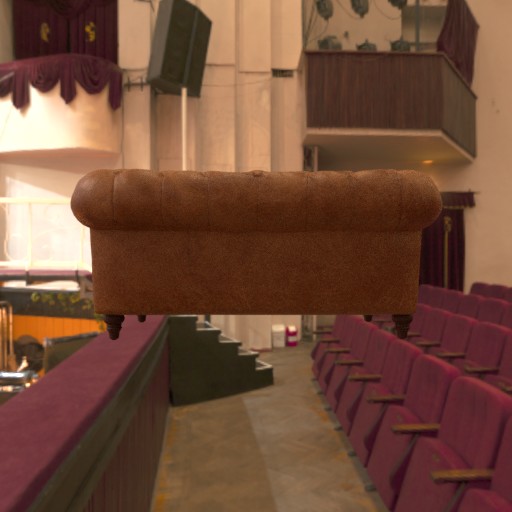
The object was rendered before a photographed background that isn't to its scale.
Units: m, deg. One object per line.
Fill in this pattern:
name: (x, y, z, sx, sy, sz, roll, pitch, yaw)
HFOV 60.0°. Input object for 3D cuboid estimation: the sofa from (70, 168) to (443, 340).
sofa: (0.000, 0.000, 2.516, 1.979, 0.877, 1.042, 0, 0, -1)
